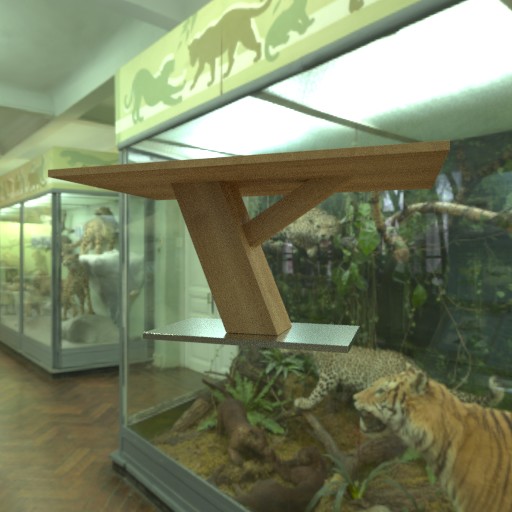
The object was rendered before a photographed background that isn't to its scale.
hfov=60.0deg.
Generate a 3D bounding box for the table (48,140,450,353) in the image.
[{"bbox_3d":[0.000,0.000,2.096,1.600,0.750,0.900,0,0,18],"label":"table"}]
